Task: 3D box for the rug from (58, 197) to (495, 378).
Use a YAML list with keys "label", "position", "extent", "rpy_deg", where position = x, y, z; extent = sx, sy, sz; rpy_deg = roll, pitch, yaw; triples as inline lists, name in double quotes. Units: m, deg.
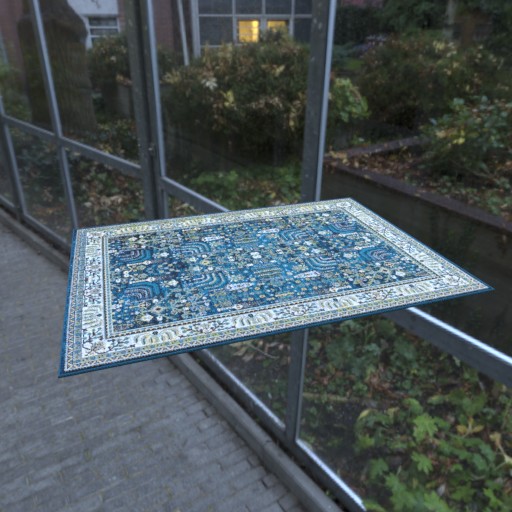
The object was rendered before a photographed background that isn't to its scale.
- label: "rug"
  position: [0.000, 0.000, 2.783]
  extent: [2.213, 0.013, 1.594]
  rpy_deg: [-8, 28, -16]
